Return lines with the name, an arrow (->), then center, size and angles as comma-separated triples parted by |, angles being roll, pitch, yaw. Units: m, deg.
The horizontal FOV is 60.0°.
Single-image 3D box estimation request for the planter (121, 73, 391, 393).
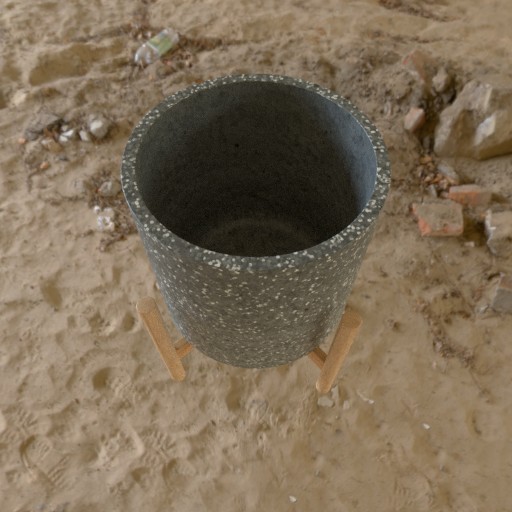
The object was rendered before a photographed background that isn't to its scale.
planter -> 0.000, 0.000, 0.678 | 0.360, 0.419, 0.360 | -15, 59, -10
